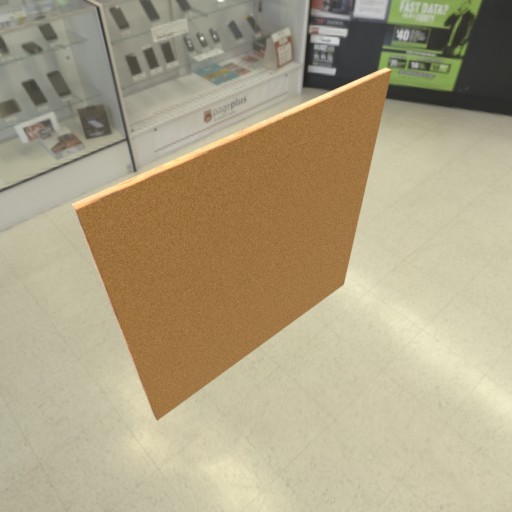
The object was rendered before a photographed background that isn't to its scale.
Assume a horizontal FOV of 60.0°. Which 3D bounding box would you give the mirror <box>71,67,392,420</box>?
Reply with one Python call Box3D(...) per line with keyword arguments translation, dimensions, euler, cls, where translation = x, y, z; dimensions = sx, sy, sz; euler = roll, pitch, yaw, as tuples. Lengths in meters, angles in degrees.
Box3D(translation=(0.000, 0.000, 1.197), dimensions=(0.804, 0.804, 0.061), euler=(-31, 54, -26), cls="mirror")
